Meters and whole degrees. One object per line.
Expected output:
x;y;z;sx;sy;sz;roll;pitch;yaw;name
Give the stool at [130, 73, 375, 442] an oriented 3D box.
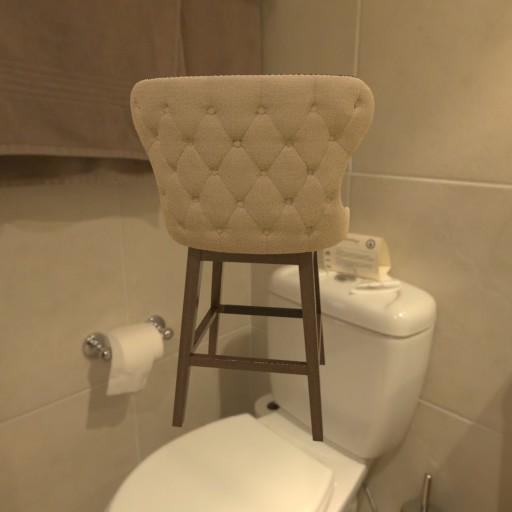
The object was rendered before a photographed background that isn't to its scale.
0.000;0.000;1.345;0.615;0.972;0.597;2;16;8;stool
